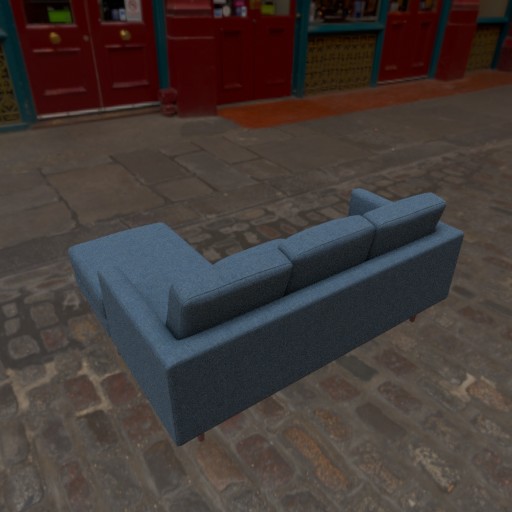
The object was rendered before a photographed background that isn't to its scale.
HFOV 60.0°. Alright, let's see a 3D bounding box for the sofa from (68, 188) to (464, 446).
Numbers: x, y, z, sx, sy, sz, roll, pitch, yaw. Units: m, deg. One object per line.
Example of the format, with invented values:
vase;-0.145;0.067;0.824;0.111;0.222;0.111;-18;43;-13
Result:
sofa;0.000;0.000;2.981;2.055;0.957;1.667;-20;36;-29
